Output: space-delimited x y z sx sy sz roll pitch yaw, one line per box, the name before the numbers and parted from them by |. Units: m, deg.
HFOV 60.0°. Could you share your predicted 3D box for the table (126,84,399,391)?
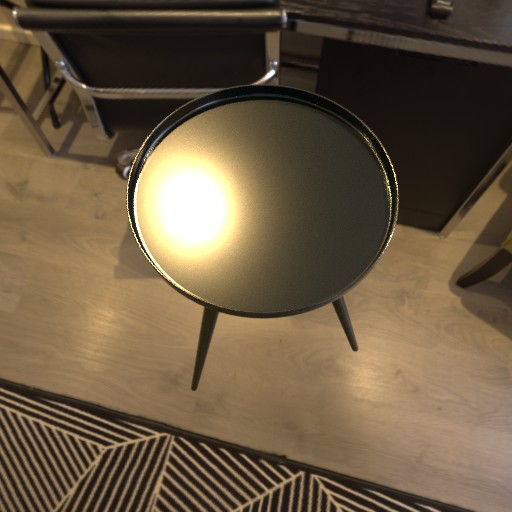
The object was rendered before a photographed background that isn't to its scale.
table | 0.000 0.000 0.859 0.403 0.548 0.415 -15 66 -7
